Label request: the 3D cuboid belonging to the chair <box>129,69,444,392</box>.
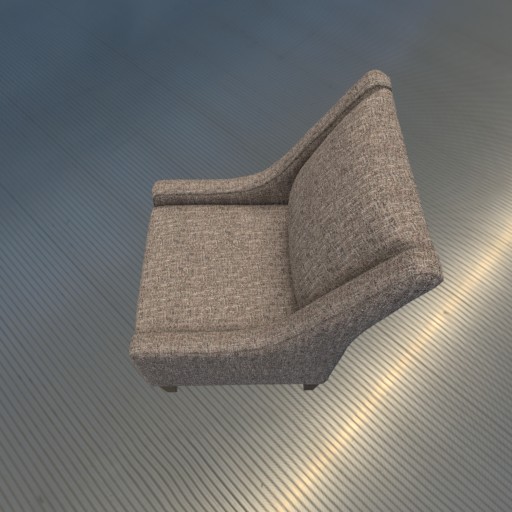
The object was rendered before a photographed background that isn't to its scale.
[{"bbox_3d":[0.000,0.000,1.614,0.870,1.014,0.774,-1,58,0],"label":"chair"}]
